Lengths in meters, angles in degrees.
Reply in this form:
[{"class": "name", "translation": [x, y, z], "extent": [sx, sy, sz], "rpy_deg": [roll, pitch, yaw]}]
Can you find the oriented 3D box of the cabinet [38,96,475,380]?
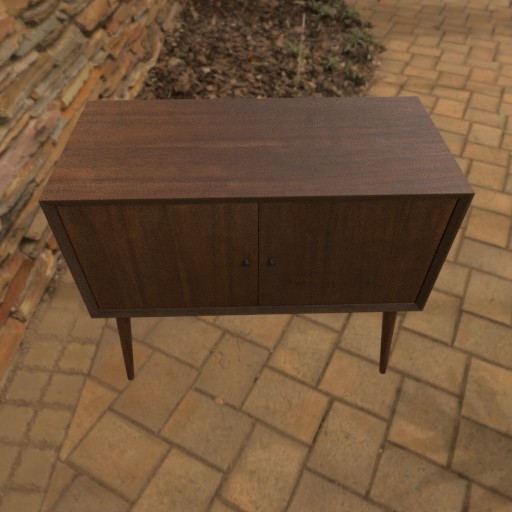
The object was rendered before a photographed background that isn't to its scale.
[{"class": "cabinet", "translation": [0.000, 0.000, 1.110], "extent": [0.743, 0.654, 0.354], "rpy_deg": [-1, 46, -1]}]
